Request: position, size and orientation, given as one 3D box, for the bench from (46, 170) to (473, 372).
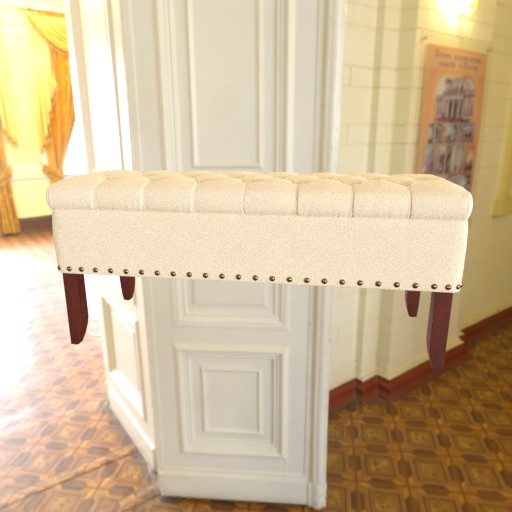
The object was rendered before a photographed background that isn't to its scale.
[{"bbox_3d":[0.000,0.000,1.297,1.054,0.470,0.400,2,16,8],"label":"bench"}]
